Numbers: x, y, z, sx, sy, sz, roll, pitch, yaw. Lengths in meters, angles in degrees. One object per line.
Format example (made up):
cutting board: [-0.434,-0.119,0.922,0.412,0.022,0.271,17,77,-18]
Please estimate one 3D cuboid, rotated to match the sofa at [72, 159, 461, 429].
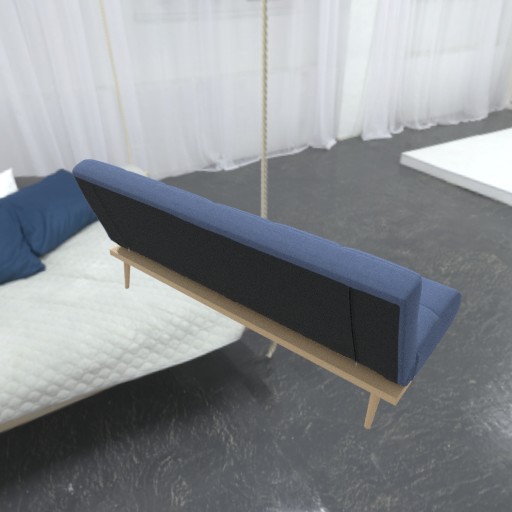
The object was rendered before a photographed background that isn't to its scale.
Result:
sofa: [0.000,0.000,2.203,1.800,0.800,0.796,22,37,33]
